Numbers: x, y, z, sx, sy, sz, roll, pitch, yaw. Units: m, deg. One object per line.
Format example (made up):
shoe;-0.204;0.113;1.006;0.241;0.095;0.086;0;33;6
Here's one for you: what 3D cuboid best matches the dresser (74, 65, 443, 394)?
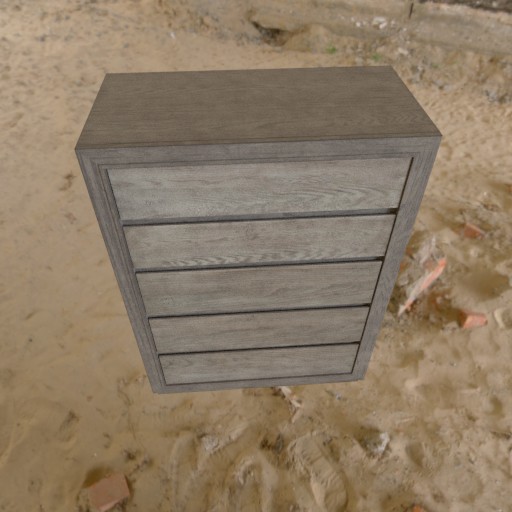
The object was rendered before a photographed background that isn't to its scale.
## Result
dresser;0.000;0.000;1.780;0.967;1.295;0.483;-3;44;-3
